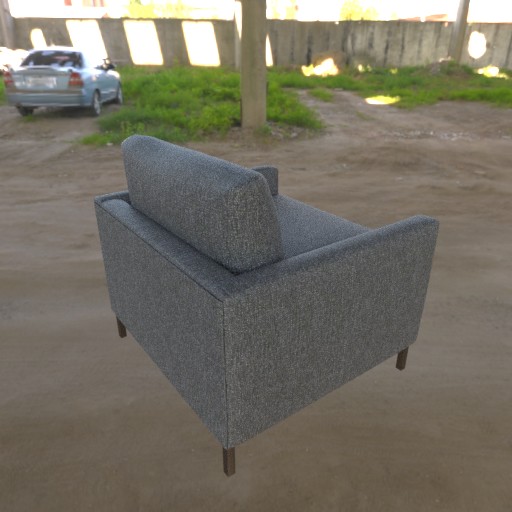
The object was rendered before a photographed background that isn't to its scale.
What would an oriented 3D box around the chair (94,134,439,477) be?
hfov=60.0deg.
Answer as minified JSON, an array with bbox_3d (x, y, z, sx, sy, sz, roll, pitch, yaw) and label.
[{"bbox_3d":[0.000,0.000,1.651,0.866,0.861,0.963,-17,30,-32],"label":"chair"}]
